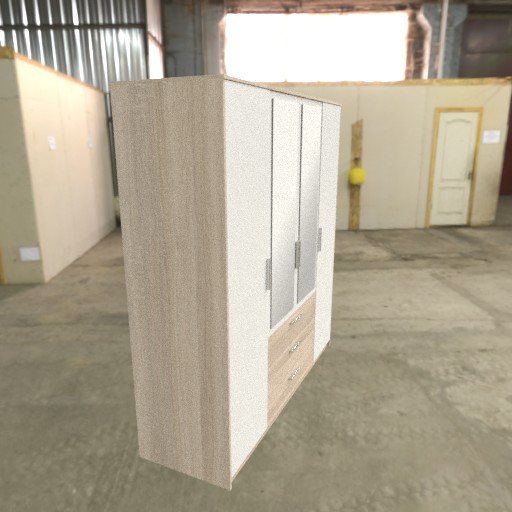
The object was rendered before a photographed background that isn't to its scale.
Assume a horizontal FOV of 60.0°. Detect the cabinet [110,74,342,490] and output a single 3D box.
[{"bbox_3d":[0.000,0.000,3.015,0.620,2.060,1.870,7,17,24],"label":"cabinet"}]
